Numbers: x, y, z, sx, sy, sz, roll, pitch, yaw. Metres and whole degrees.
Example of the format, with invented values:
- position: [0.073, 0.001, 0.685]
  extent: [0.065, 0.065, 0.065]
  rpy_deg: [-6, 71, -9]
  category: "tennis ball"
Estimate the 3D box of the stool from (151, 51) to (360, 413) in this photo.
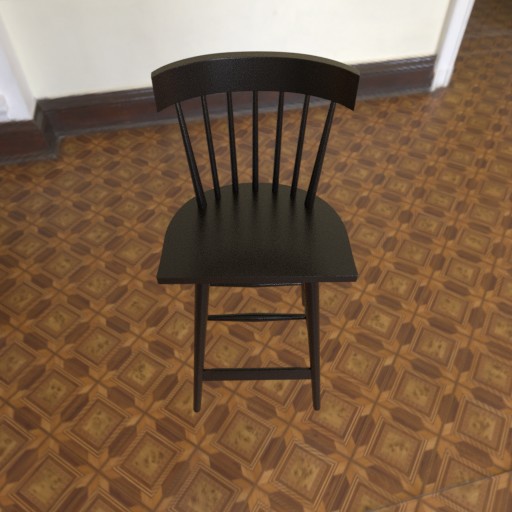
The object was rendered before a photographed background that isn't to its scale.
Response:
- position: [0.000, 0.000, 1.327]
  extent: [0.482, 1.092, 0.483]
  rpy_deg: [-1, 47, -1]
  category: "stool"
